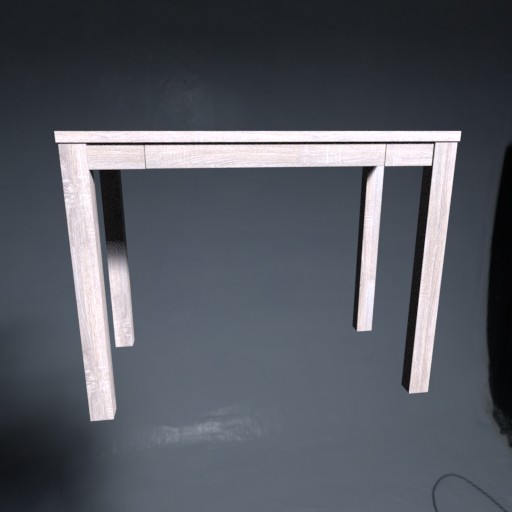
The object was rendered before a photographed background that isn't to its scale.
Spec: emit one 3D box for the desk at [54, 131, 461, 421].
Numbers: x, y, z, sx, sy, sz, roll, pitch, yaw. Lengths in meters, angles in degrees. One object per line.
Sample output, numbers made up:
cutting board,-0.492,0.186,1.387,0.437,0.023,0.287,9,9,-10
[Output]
desk,0.000,0.000,1.406,0.991,0.762,0.495,-2,16,-8
